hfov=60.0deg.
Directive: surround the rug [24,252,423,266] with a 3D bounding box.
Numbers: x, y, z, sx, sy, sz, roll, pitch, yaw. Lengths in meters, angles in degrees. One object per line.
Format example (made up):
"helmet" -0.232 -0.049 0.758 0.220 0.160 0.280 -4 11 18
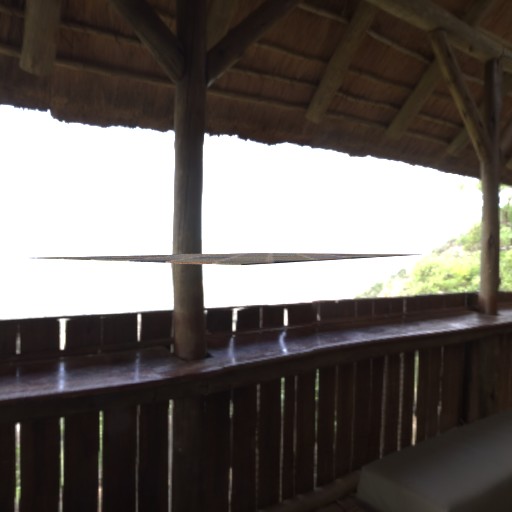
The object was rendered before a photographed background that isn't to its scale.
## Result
"rug" 0.000 0.000 2.940 1.521 0.006 2.284 1 2 36
